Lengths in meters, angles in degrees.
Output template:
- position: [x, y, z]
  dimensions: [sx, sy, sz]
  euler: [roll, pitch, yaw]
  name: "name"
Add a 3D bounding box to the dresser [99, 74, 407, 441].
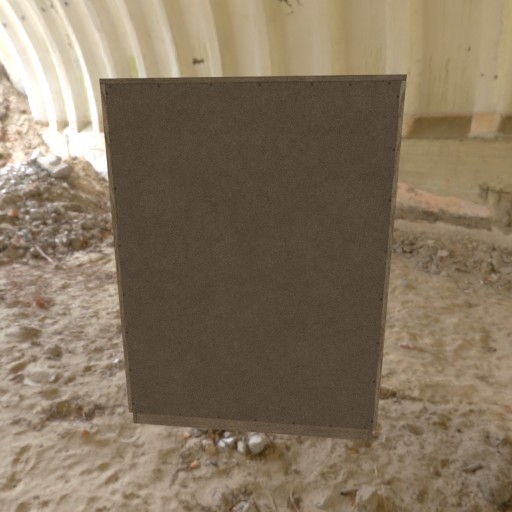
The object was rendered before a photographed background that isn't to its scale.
- position: [0.000, 0.000, 1.786]
  dimensions: [0.967, 1.295, 0.483]
  euler: [2, 16, 6]
  name: "dresser"
